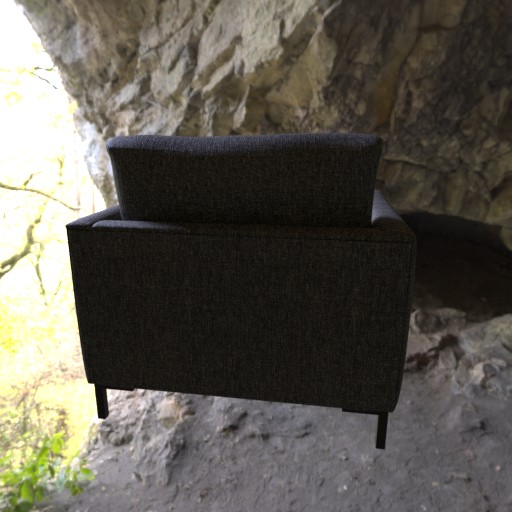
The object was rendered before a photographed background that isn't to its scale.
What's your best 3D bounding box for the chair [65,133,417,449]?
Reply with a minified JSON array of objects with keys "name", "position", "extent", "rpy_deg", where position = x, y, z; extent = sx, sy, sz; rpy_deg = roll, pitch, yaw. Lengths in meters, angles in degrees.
[{"name":"chair","position":[0.000,0.000,1.600],"extent":[0.963,0.861,0.866],"rpy_deg":[3,16,9]}]
